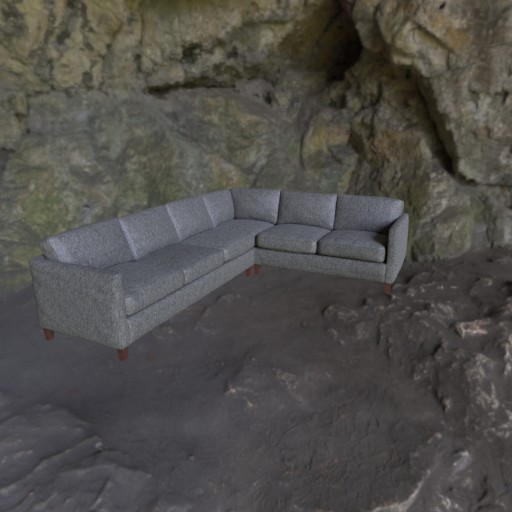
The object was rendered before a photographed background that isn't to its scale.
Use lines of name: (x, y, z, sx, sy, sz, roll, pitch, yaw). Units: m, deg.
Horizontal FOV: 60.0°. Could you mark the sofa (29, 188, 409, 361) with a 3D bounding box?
sofa: (0.000, 0.000, 4.513, 2.593, 0.947, 3.302, 8, 18, 24)
